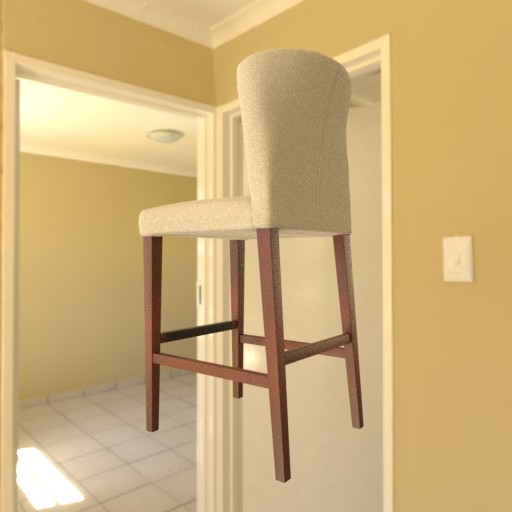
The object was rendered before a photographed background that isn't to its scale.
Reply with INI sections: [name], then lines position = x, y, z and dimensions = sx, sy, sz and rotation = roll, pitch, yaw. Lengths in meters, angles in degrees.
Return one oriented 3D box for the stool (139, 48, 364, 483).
[stool]
position = 0.000, 0.000, 1.371
dimensions = 0.568, 1.069, 0.479
rotation = 0, 0, 38
